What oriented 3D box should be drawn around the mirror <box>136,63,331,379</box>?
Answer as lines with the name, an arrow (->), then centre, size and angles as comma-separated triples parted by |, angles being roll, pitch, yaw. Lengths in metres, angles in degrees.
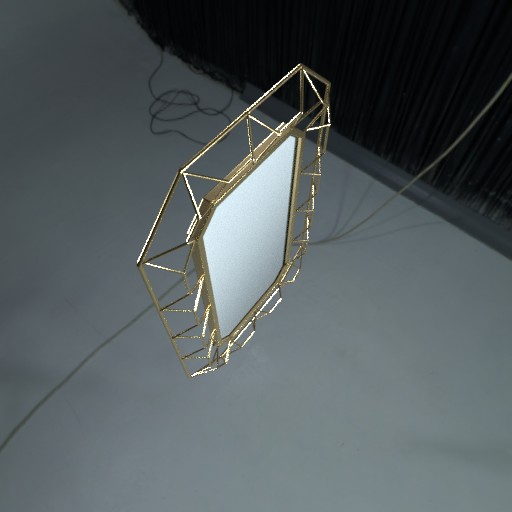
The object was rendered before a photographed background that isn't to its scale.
mirror -> 0.000, 0.000, 1.094 | 0.051, 0.870, 0.572 | 33, 64, 19
